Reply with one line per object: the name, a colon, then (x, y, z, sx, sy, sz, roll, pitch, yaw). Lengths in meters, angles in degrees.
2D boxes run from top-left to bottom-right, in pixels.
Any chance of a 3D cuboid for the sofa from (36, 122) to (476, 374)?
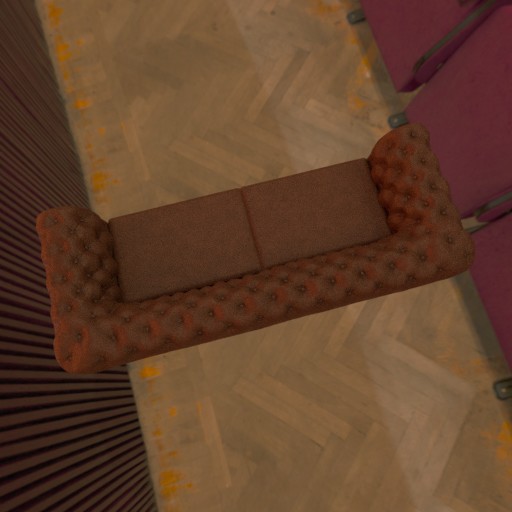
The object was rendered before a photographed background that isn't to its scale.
sofa: (0.000, 0.000, 2.774, 2.385, 0.783, 0.944, -14, 75, -4)
